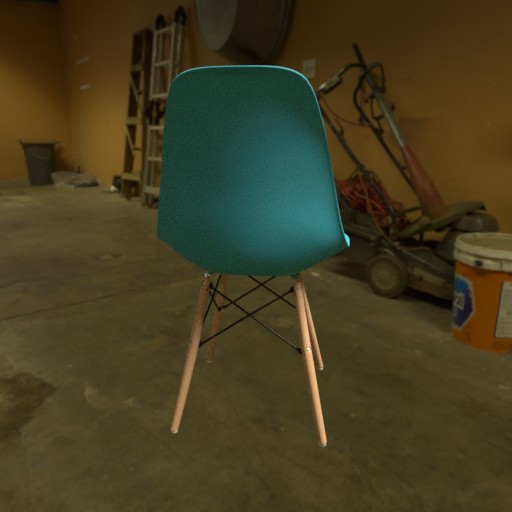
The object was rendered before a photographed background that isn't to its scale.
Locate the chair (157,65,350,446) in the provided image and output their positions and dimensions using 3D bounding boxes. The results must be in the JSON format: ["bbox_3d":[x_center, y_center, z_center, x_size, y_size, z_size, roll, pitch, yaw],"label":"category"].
[{"bbox_3d":[0.000,0.000,1.127,0.470,0.826,0.531,2,16,7],"label":"chair"}]
